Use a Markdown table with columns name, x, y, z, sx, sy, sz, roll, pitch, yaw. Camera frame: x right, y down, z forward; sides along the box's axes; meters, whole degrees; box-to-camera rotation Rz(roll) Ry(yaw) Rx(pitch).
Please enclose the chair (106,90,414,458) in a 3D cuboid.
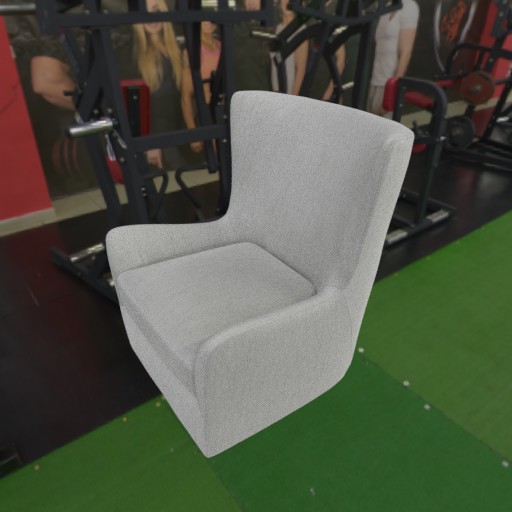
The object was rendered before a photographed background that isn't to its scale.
| name | x | y | z | sx | sy | sz | roll | pitch | yaw |
| --- | --- | --- | --- | --- | --- | --- | --- | --- | --- |
| chair | 0.000 | 0.000 | 1.631 | 0.904 | 1.000 | 0.779 | -20 | 37 | -29 |
